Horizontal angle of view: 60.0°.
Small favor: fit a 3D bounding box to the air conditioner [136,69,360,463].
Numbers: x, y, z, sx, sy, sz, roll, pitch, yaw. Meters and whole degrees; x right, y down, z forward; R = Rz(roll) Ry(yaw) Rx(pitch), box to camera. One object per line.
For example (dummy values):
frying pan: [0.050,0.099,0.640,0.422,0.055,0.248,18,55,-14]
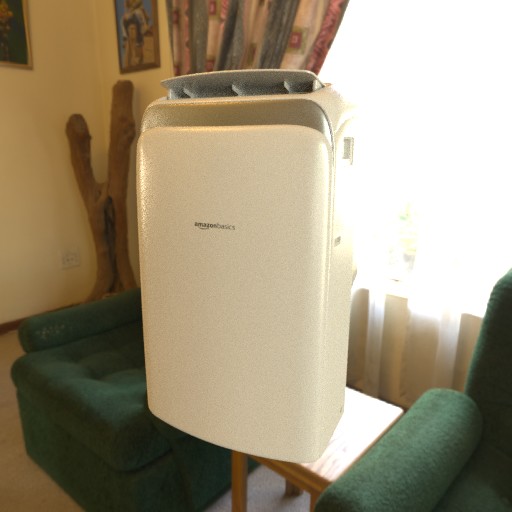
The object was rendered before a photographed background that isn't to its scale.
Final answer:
air conditioner: [0.000,0.000,1.058,0.449,0.786,0.414,7,16,25]
